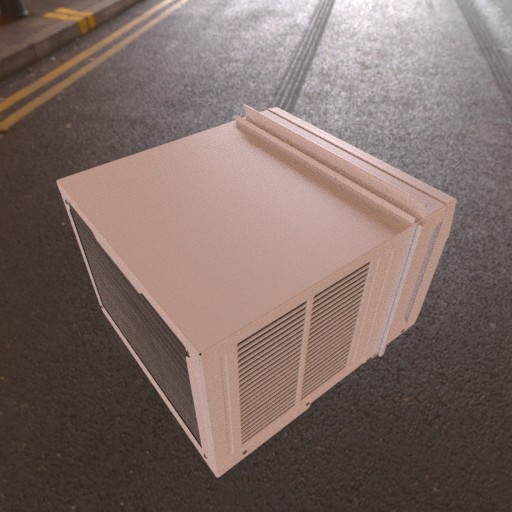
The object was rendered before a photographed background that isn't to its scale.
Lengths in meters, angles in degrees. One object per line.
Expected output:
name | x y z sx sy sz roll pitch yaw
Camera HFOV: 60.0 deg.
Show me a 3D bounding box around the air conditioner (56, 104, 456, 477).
air conditioner | 0.000 0.000 0.893 0.546 0.388 0.503 -27 49 -27
